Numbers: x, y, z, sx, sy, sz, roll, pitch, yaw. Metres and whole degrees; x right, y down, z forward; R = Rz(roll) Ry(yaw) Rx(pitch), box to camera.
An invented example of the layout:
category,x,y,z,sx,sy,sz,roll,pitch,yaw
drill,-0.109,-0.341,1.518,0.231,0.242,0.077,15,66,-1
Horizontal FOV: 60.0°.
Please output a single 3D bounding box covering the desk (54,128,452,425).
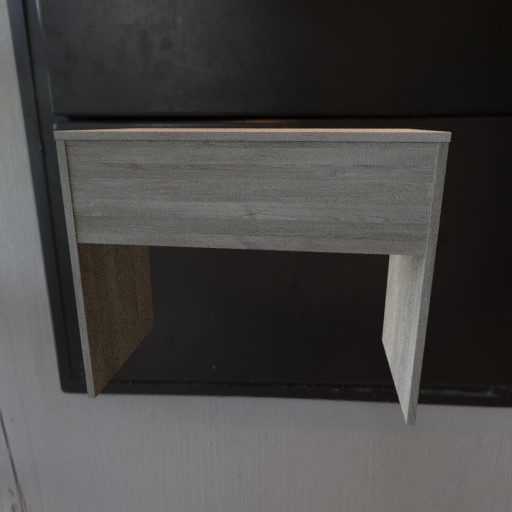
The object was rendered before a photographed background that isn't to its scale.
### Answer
category,x,y,z,sx,sy,sz,roll,pitch,yaw
desk,0.000,0.000,1.324,0.893,0.724,0.498,2,17,7
